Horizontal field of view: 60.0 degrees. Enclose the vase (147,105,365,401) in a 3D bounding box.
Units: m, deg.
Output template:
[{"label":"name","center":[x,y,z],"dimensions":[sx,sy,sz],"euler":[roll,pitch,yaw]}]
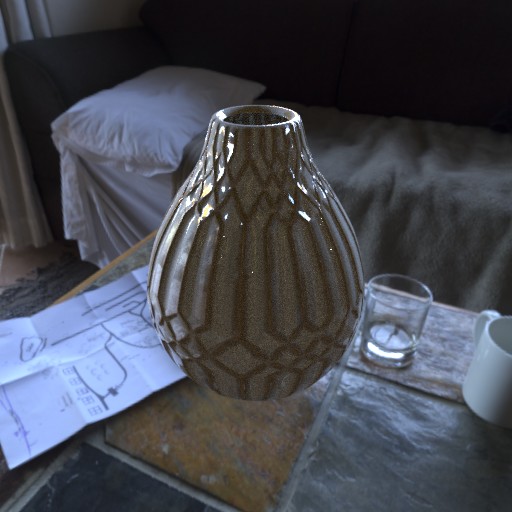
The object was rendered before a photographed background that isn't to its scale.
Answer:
[{"label":"vase","center":[0.000,0.000,0.320],"dimensions":[0.159,0.200,0.159],"euler":[0,32,0]}]
